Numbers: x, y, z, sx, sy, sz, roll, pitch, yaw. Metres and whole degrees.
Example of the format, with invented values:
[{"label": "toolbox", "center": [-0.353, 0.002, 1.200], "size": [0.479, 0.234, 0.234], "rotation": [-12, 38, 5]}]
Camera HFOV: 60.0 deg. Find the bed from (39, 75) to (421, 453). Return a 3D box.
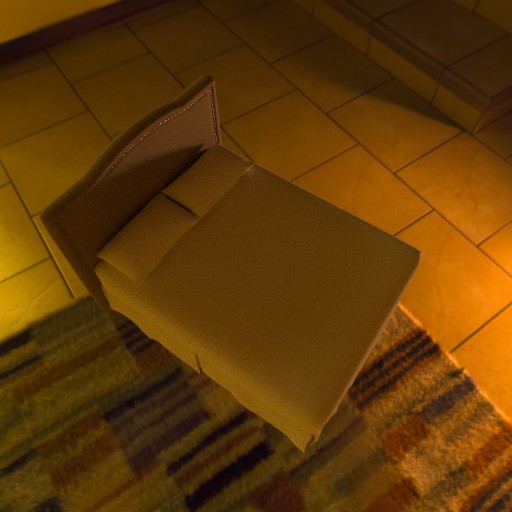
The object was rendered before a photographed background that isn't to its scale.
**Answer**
[{"label": "bed", "center": [0.000, 0.000, 3.317], "size": [2.128, 1.441, 1.744], "rotation": [31, 64, 17]}]
